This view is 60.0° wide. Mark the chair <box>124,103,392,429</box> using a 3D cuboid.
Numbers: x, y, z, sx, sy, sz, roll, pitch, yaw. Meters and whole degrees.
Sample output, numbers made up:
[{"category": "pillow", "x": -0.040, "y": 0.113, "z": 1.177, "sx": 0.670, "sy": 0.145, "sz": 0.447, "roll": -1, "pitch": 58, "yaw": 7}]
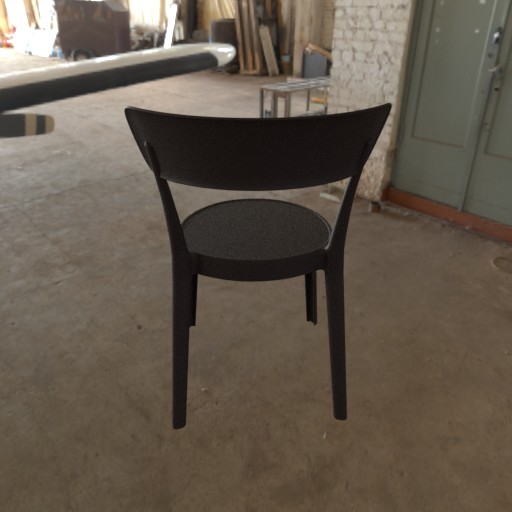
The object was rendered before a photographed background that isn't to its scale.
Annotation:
[{"category": "chair", "x": 0.000, "y": 0.000, "z": 1.123, "sx": 0.506, "sy": 0.790, "sz": 0.491, "roll": -2, "pitch": 29, "yaw": -3}]
